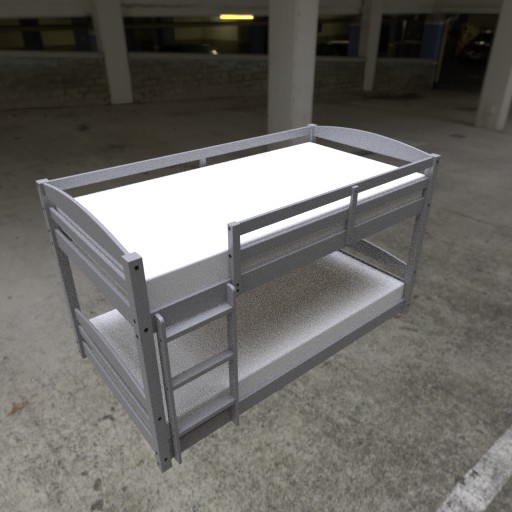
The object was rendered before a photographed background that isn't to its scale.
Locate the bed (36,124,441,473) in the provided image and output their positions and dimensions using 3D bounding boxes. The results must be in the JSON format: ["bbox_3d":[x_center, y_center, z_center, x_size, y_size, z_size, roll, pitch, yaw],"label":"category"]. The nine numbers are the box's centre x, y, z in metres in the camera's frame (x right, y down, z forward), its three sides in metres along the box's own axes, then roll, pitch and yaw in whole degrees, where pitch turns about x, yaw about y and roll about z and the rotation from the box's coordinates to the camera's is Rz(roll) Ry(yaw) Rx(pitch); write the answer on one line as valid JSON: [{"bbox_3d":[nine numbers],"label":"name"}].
[{"bbox_3d":[0.000,0.000,2.721,2.013,1.206,1.105,-22,36,-34],"label":"bed"}]
